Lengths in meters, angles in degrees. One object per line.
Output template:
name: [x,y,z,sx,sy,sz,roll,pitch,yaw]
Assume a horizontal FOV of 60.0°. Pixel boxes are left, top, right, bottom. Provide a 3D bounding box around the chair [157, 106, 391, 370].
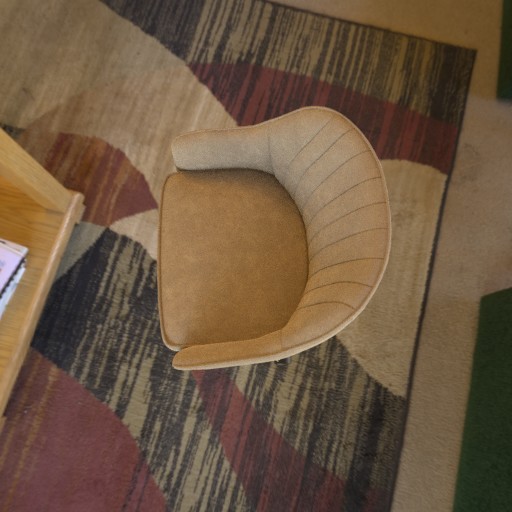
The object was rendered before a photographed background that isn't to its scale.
chair: [0.000,0.000,1.310,0.573,0.831,0.635,-3,76,-1]
